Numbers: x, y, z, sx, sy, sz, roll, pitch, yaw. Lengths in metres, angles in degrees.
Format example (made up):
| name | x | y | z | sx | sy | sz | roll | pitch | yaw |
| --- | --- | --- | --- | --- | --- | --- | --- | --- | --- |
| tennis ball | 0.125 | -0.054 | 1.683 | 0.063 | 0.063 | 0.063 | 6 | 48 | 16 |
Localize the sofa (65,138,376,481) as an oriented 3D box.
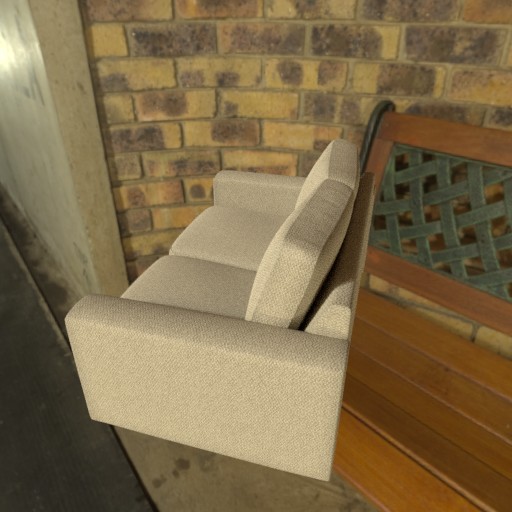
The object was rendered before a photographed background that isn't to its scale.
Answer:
| name | x | y | z | sx | sy | sz | roll | pitch | yaw |
| --- | --- | --- | --- | --- | --- | --- | --- | --- | --- |
| sofa | 0.000 | 0.000 | 2.152 | 1.016 | 0.873 | 1.616 | 8 | 31 | 14 |
